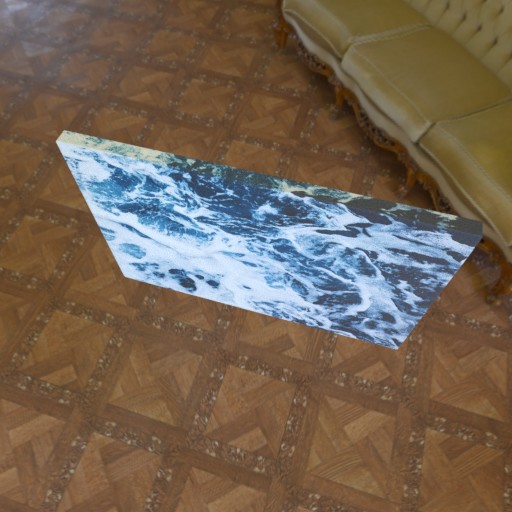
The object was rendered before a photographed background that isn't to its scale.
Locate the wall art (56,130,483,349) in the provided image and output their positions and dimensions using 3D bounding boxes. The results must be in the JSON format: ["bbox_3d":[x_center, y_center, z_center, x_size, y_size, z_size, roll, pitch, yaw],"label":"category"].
[{"bbox_3d":[0.000,0.000,1.180,0.915,0.610,0.042,14,59,9],"label":"wall art"}]
